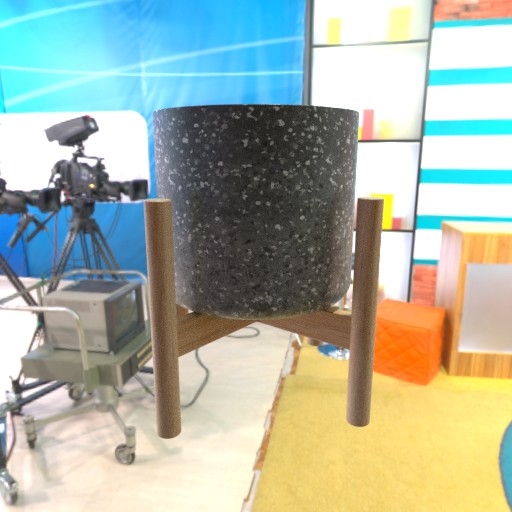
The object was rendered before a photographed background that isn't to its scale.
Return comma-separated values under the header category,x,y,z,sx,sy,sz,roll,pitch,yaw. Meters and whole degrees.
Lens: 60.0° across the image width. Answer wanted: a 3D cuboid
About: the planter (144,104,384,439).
category,x,y,z,sx,sy,sz,roll,pitch,yaw
planter,0.000,0.000,0.525,0.284,0.320,0.284,-7,15,-27
